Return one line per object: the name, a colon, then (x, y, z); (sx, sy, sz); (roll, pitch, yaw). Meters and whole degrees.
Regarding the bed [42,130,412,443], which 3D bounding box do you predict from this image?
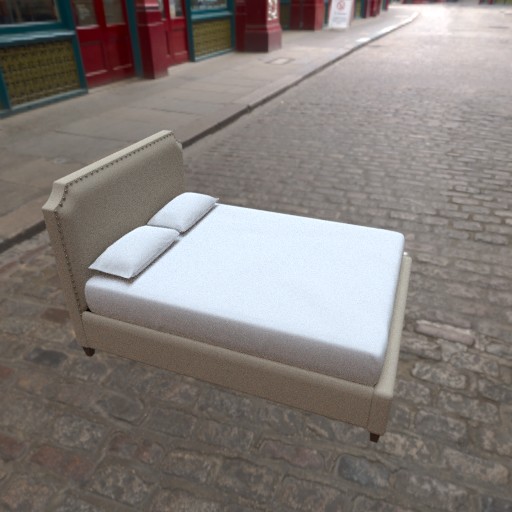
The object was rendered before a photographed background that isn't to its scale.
bed: (0.000, 0.000, 3.473); (2.329, 1.415, 1.703); (11, 32, 18)
